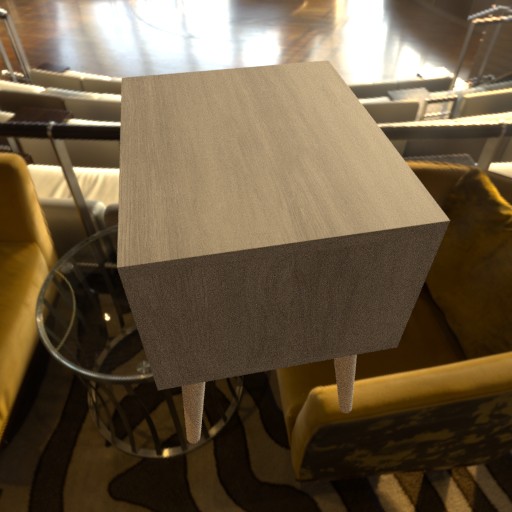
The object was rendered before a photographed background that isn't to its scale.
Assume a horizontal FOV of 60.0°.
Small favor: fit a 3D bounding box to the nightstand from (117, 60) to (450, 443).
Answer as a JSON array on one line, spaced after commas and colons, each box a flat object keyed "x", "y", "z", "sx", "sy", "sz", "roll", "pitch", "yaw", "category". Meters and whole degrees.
[{"x": 0.000, "y": 0.000, "z": 0.813, "sx": 0.380, "sy": 0.500, "sz": 0.450, "roll": -8, "pitch": 47, "yaw": -8, "category": "nightstand"}]
